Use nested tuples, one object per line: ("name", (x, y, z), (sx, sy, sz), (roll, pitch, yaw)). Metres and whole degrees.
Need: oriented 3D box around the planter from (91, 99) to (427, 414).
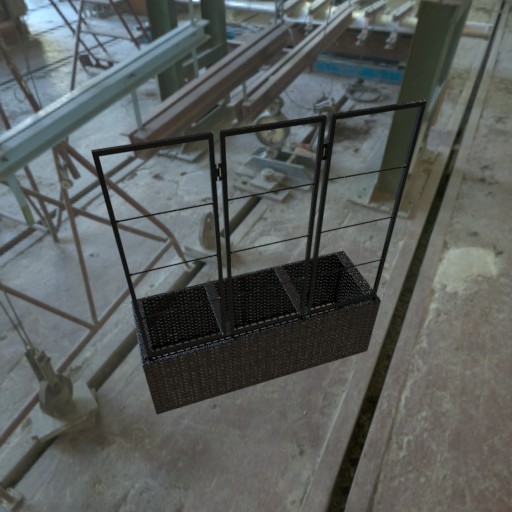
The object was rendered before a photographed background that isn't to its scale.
("planter", (0.000, 0.000, 1.187), (0.699, 0.841, 0.244), (-13, 43, -14))
